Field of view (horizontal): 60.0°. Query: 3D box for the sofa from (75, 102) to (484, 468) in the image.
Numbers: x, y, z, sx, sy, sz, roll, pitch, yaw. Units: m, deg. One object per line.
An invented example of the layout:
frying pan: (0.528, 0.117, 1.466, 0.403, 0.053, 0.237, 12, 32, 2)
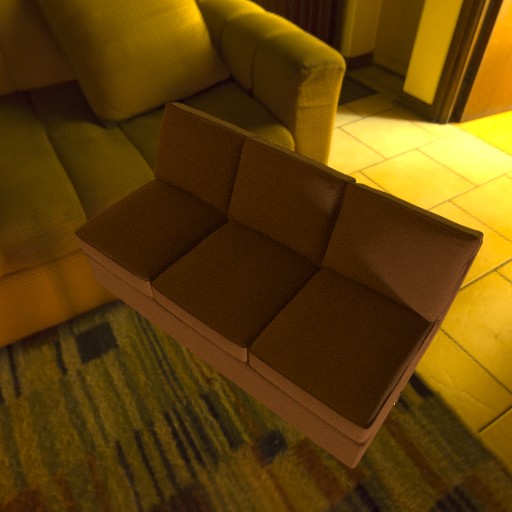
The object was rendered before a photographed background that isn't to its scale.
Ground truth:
sofa: (0.000, 0.000, 2.628, 2.092, 1.036, 1.127, 29, 52, 26)
